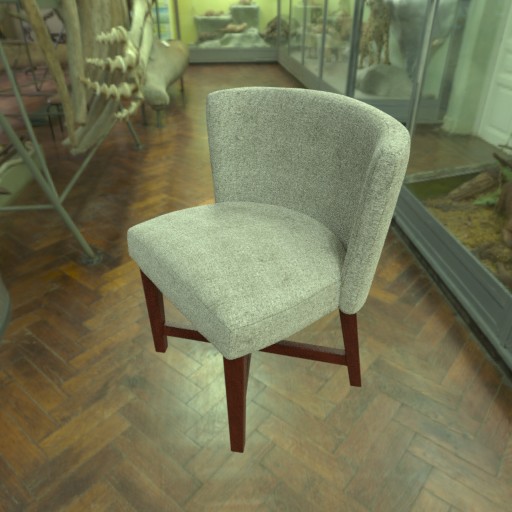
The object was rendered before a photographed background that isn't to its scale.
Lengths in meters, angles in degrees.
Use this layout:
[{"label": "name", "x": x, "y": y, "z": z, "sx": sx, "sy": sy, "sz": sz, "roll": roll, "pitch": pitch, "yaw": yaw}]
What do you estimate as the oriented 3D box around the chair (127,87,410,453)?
[{"label": "chair", "x": 0.000, "y": 0.000, "z": 1.267, "sx": 0.575, "sy": 0.827, "sz": 0.728, "roll": -21, "pitch": 37, "yaw": -30}]
